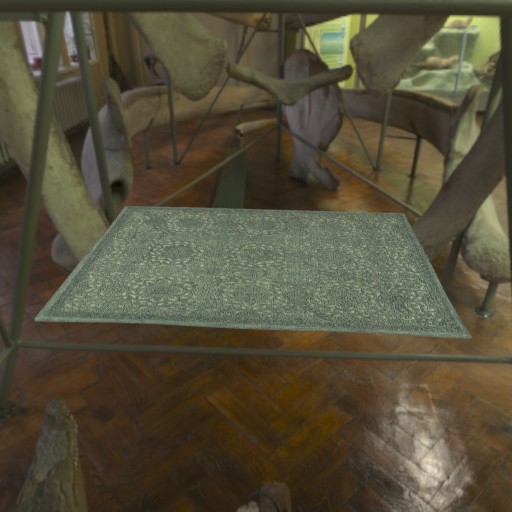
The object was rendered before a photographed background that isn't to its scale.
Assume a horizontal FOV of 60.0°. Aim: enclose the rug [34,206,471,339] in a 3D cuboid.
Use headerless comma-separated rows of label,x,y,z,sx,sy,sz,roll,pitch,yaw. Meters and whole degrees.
rug,0.000,0.000,2.367,1.830,0.016,1.224,2,30,3
